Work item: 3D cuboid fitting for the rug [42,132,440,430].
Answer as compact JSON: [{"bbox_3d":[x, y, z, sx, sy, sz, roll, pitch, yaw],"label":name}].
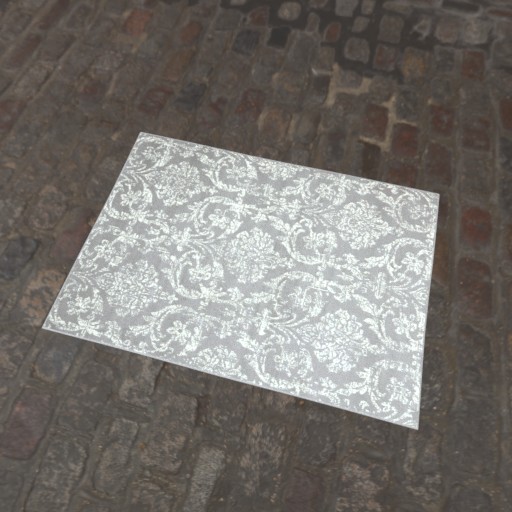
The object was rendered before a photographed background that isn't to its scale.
[{"bbox_3d":[0.000,0.000,2.841,2.206,0.014,1.578,13,64,7],"label":"rug"}]
